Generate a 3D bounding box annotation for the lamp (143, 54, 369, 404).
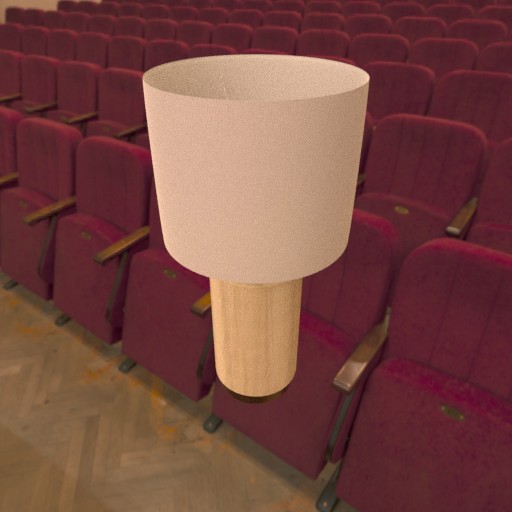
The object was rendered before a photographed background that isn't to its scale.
[{"bbox_3d":[0.000,0.000,0.572,0.228,0.444,0.228,22,39,30],"label":"lamp"}]
